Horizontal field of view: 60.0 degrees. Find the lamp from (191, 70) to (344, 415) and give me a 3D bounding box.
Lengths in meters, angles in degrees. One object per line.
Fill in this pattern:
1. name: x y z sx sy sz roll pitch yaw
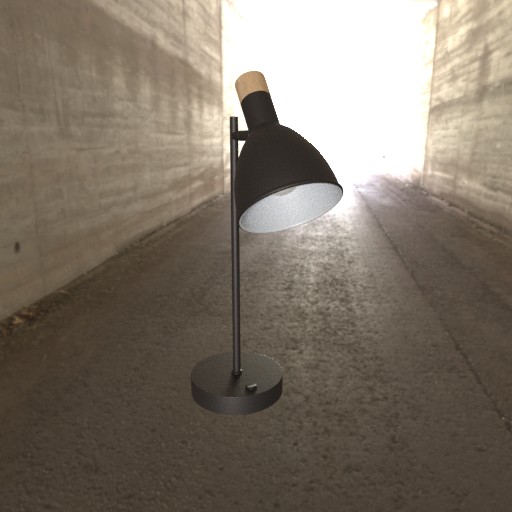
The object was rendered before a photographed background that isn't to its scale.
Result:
1. lamp: 0.000 0.000 0.619 0.152 0.483 0.287 -7 16 -27
